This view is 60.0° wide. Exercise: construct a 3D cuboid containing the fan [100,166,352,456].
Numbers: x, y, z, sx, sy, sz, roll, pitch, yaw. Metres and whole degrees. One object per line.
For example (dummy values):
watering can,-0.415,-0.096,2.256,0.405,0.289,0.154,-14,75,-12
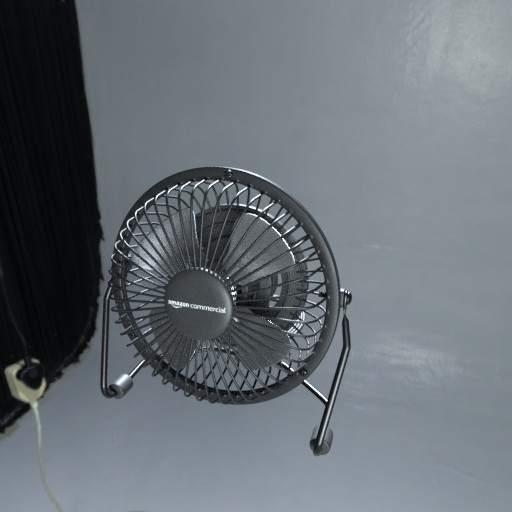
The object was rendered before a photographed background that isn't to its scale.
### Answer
fan,0.000,0.000,0.310,0.153,0.152,0.202,8,27,17
